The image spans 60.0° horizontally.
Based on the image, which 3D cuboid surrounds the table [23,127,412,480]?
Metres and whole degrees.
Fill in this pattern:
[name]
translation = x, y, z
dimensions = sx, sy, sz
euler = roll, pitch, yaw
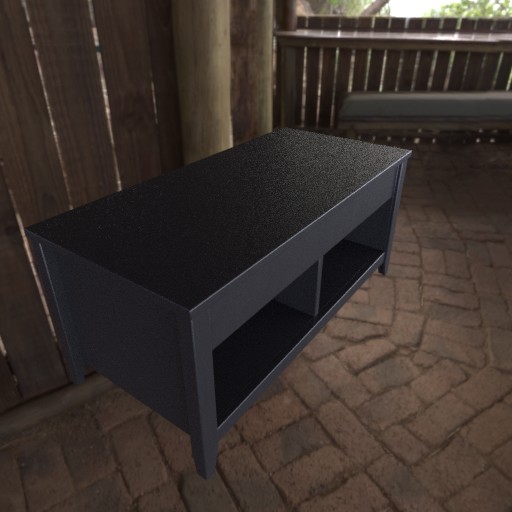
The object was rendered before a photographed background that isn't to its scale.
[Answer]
[table]
translation = 0.000, 0.000, 1.286
dimensions = 0.483, 0.457, 1.016
euler = 20, 36, 30
